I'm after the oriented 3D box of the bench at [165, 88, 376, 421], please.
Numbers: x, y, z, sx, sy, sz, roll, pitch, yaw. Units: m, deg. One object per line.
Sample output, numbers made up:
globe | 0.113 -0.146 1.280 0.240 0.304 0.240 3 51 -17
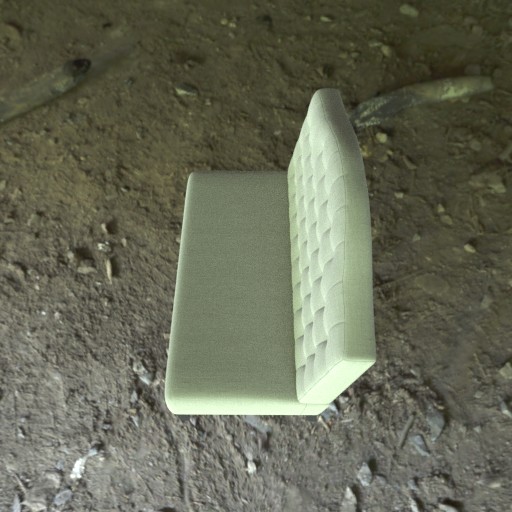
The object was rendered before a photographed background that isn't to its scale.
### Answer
bench | 0.000 0.000 2.134 0.815 1.180 1.335 0 59 0
